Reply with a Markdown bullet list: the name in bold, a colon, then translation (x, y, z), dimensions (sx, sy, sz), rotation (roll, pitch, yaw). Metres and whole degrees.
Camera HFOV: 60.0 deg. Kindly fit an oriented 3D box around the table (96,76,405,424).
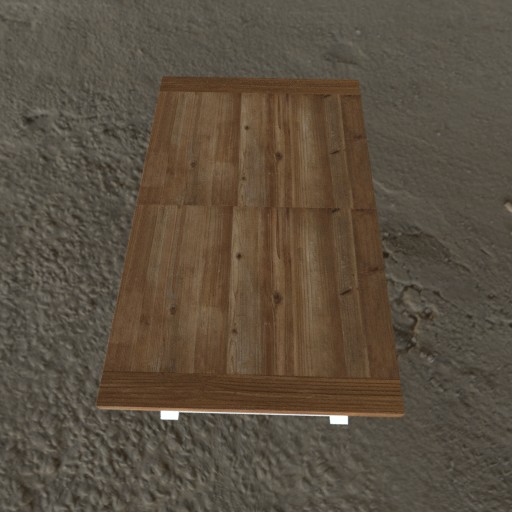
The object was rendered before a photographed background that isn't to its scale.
- **table**: translation (0.000, 0.000, 2.020), dimensions (0.922, 0.743, 1.503), rotation (1, 60, 1)
